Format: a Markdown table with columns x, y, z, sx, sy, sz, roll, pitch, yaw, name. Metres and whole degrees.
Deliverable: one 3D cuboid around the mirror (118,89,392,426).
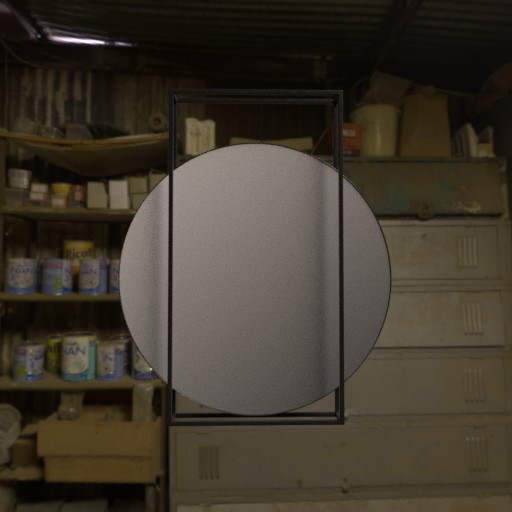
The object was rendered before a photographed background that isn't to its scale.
| x | y | z | sx | sy | sz | roll | pitch | yaw | name |
| --- | --- | --- | --- | --- | --- | --- | --- | --- | --- |
| 0.000 | 0.000 | 0.820 | 0.508 | 0.603 | 0.051 | 0 | -2 | -1 | mirror |
